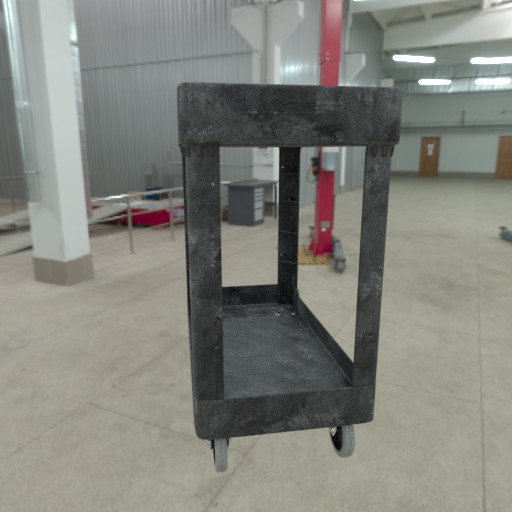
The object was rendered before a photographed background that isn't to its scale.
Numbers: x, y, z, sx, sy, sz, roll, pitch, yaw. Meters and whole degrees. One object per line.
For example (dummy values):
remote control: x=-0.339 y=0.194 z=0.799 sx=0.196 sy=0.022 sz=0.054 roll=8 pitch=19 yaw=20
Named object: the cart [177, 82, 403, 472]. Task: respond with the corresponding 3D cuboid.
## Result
cart: x=0.000 y=0.000 z=1.290 sx=0.420 sy=0.824 sz=0.877 roll=-2 pitch=14 yaw=-9
